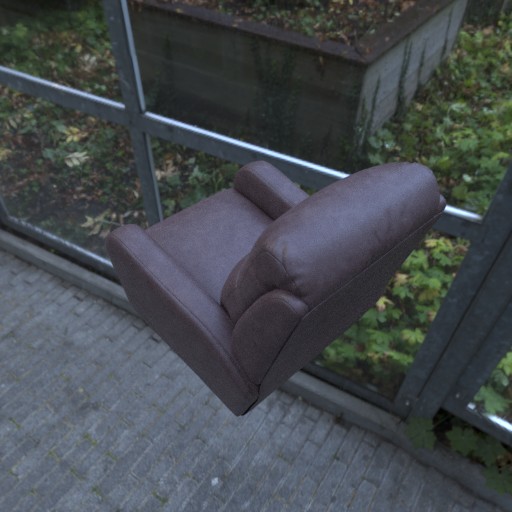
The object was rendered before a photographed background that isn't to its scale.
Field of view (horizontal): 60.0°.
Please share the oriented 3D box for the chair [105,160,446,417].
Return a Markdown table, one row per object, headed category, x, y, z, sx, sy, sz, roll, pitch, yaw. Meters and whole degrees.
| category | x | y | z | sx | sy | sz | roll | pitch | yaw |
| --- | --- | --- | --- | --- | --- | --- | --- | --- | --- |
| chair | 0.000 | 0.000 | 1.785 | 0.865 | 1.067 | 1.067 | -32 | 53 | -28 |
